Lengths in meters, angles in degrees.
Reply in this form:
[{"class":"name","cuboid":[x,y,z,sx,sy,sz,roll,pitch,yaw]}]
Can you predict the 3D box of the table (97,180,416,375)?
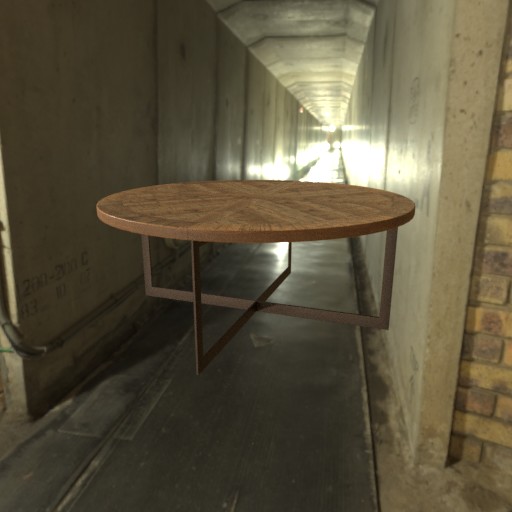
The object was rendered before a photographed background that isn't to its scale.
[{"class":"table","cuboid":[0.000,0.000,1.929,1.264,0.516,1.264,0,16,0]}]
